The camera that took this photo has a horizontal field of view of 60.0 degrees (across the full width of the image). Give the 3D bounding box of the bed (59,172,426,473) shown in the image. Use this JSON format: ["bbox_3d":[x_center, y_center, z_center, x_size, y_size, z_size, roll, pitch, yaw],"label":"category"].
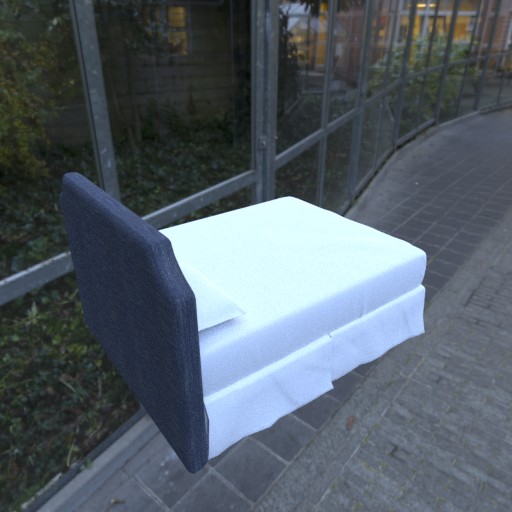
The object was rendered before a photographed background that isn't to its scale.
[{"bbox_3d":[0.000,0.000,3.181,2.116,1.290,1.693,-19,33,-32],"label":"bed"}]
